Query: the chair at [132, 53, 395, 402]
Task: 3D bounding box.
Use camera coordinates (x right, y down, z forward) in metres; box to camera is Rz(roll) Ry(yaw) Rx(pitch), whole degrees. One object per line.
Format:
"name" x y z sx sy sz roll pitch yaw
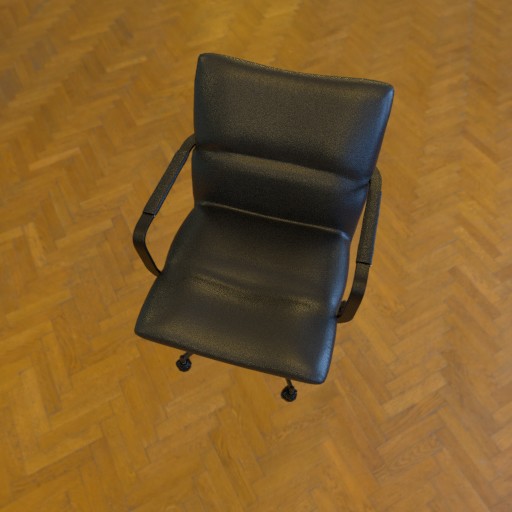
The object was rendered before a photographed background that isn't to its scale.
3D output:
"chair" 0.000 0.000 1.443 0.719 0.922 0.748 13 58 8
